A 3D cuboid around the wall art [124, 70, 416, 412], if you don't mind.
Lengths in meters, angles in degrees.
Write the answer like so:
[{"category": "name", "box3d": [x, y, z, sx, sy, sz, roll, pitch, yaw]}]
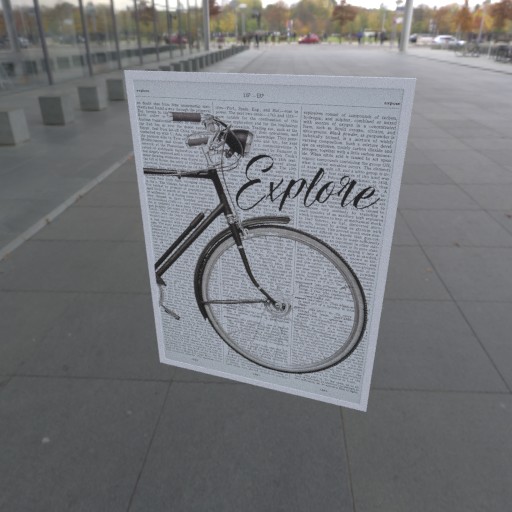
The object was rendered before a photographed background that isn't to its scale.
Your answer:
[{"category": "wall art", "box3d": [0.000, 0.000, 0.801, 0.457, 0.610, 0.003, 9, 28, 17]}]
